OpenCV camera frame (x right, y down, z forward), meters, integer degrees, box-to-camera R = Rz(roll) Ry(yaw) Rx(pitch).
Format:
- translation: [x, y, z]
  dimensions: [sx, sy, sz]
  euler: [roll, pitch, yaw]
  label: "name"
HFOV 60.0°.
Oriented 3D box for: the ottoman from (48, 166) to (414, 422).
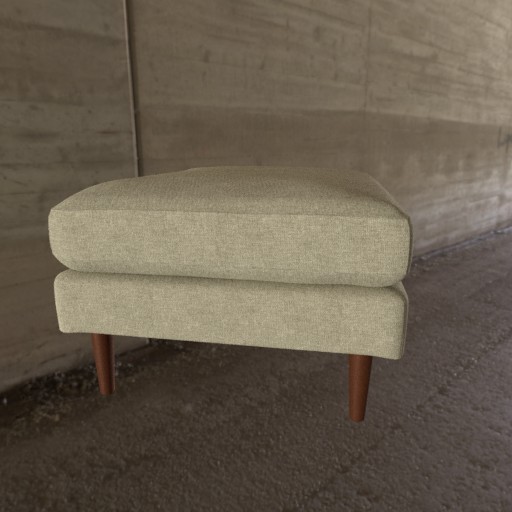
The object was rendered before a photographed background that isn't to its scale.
- translation: [0.000, 0.000, 1.217]
  dimensions: [0.693, 0.474, 0.821]
  euler: [3, 15, 10]
  label: "ottoman"
